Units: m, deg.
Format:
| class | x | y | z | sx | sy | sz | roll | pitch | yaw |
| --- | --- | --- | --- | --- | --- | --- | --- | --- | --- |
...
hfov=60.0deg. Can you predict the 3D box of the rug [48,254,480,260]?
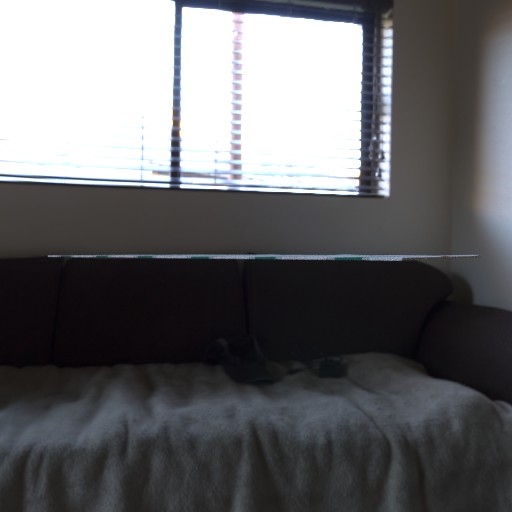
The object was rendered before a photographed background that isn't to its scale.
| class | x | y | z | sx | sy | sz | roll | pitch | yaw |
| --- | --- | --- | --- | --- | --- | --- | --- | --- | --- |
| rug | 0.000 | 0.000 | 2.932 | 2.436 | 0.015 | 1.521 | 0 | 1 | 36 |
